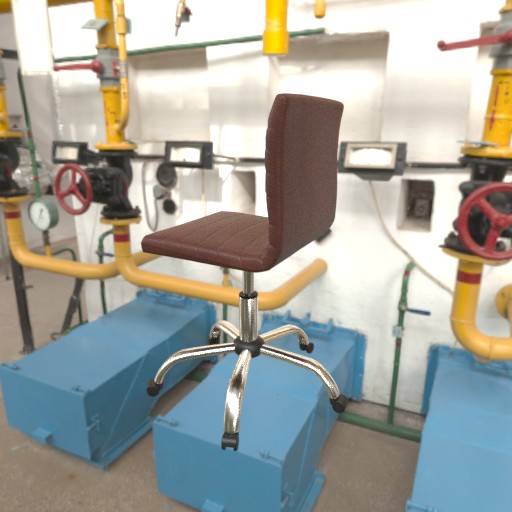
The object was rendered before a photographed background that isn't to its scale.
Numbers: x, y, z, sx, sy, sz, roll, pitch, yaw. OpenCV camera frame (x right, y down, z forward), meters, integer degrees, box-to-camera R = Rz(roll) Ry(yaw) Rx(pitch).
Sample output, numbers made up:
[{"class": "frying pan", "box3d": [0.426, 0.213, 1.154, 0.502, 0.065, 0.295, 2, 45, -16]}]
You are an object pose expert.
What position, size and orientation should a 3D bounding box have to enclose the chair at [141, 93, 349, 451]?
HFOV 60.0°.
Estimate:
[{"class": "chair", "box3d": [0.000, 0.000, 1.162, 0.530, 0.780, 0.556, 8, 18, 25]}]
